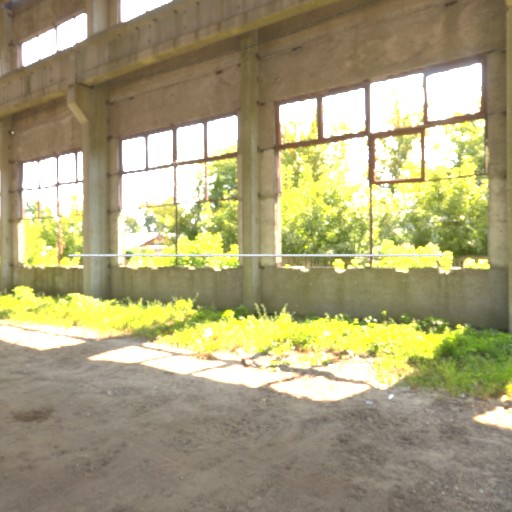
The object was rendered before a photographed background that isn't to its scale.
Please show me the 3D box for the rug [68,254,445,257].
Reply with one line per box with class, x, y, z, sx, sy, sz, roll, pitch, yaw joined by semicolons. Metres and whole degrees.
rug;0.000;0.000;2.346;1.225;0.008;1.827;0;0;0
